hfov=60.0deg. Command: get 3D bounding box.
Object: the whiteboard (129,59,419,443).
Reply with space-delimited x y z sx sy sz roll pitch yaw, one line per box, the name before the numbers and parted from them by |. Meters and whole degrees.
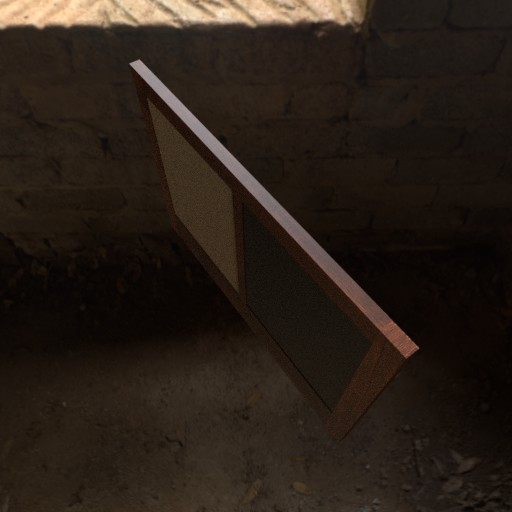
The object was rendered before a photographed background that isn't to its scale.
whiteboard | 0.000 0.000 0.977 0.083 0.553 0.768 -31 62 -19
